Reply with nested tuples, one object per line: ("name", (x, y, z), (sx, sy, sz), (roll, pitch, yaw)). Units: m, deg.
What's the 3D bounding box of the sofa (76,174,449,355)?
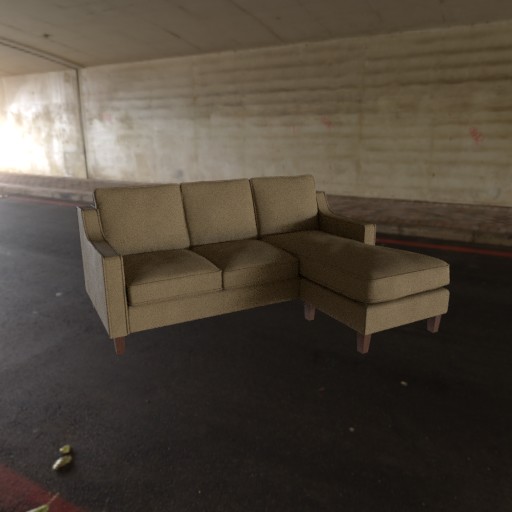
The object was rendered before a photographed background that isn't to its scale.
("sofa", (0.000, 0.000, 3.436), (2.317, 1.066, 1.858), (-8, 17, -27))
